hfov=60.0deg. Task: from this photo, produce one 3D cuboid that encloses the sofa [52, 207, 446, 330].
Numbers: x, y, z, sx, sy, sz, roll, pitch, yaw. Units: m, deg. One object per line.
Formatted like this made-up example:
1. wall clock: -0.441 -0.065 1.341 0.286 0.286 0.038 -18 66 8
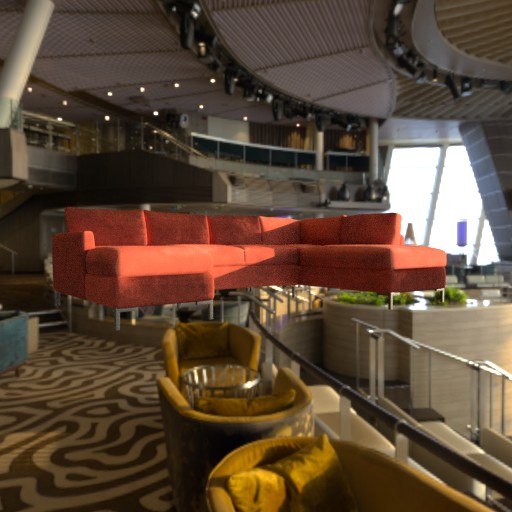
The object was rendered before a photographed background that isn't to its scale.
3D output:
1. sofa: 0.000 0.000 3.948 2.971 0.858 1.981 -1 1 -37
